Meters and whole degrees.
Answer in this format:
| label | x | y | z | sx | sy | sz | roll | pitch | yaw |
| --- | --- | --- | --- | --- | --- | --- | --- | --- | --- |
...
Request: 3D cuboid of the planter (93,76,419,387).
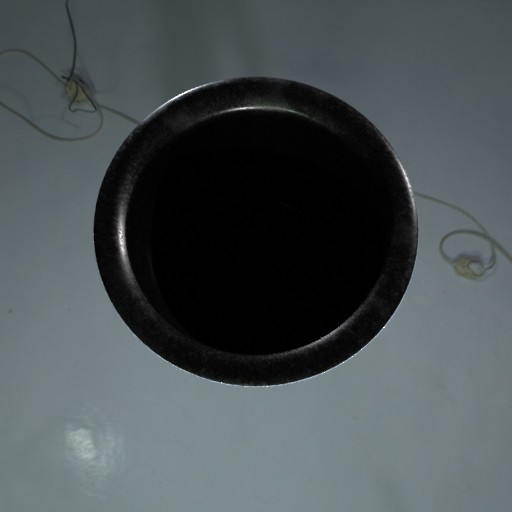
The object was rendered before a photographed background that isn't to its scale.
| label | x | y | z | sx | sy | sz | roll | pitch | yaw |
| --- | --- | --- | --- | --- | --- | --- | --- | --- | --- |
| planter | 0.000 | 0.000 | 0.287 | 0.160 | 0.156 | 0.160 | 0 | 76 | 0 |
